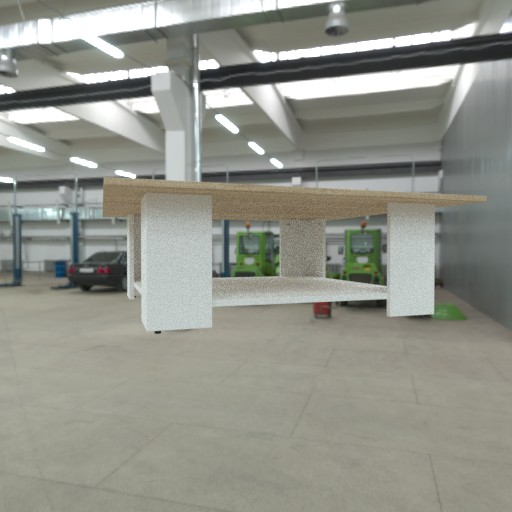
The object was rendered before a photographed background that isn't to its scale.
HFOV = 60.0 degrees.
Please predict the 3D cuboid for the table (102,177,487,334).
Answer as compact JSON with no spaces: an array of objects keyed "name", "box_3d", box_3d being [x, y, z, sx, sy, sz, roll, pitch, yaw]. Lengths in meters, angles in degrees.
[{"name":"table","box_3d":[0.000,0.000,1.365,0.890,0.305,0.890,0,1,-19]}]
